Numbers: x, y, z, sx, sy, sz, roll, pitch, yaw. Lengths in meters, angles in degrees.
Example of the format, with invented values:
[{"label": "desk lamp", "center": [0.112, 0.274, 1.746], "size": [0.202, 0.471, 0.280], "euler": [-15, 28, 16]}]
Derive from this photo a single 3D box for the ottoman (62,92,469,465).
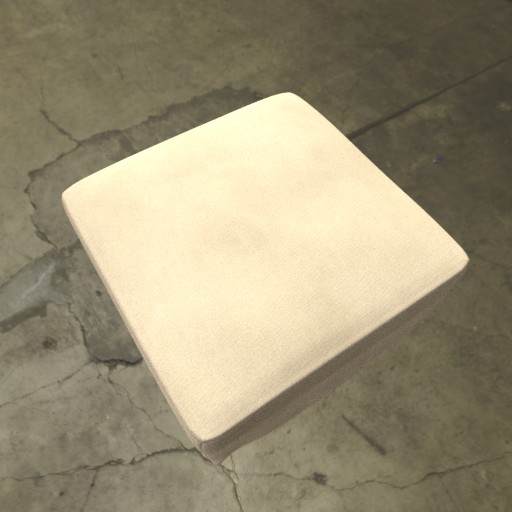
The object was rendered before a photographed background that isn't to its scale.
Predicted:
[{"label": "ottoman", "center": [0.000, 0.000, 1.340], "size": [0.843, 0.441, 0.842], "euler": [-29, 63, -17]}]
